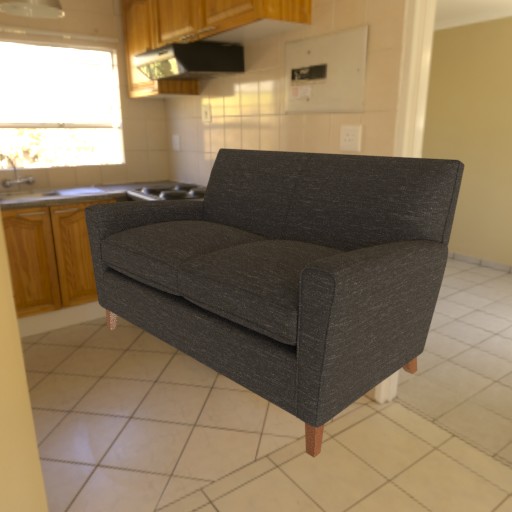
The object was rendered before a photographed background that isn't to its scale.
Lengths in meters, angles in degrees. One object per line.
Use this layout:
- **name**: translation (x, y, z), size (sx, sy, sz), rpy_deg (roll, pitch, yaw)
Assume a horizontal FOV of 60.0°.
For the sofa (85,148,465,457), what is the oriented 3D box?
- **sofa**: translation (0.000, 0.000, 1.931), size (1.420, 0.846, 0.875), rpy_deg (15, 22, 42)
